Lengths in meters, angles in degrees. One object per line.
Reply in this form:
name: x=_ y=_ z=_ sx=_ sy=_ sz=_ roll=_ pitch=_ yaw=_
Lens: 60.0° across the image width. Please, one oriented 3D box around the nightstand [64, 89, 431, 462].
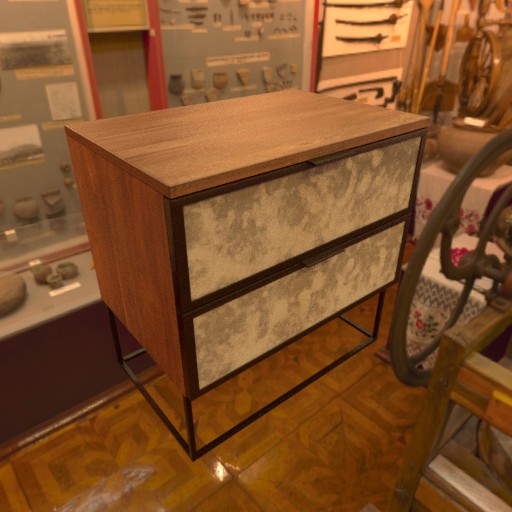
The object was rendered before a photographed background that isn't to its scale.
nightstand: x=0.000 y=0.000 z=1.025 sx=0.605 sy=0.611 sz=0.427 roll=-22 pitch=37 yaw=-33
